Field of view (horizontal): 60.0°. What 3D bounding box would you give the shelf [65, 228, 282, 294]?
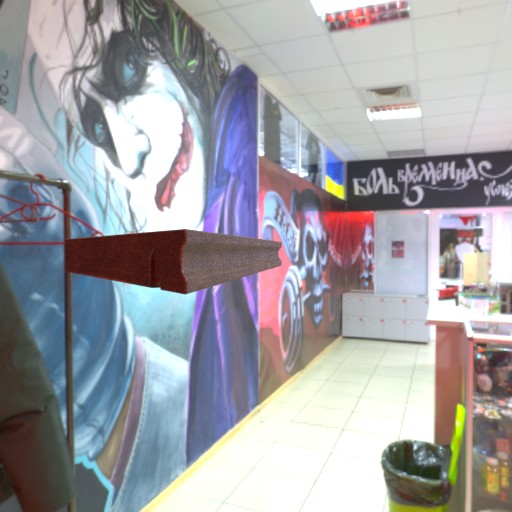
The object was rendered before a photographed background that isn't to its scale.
[{"bbox_3d":[0.000,0.000,0.439,0.296,0.035,0.296,-1,1,-35],"label":"shelf"}]
